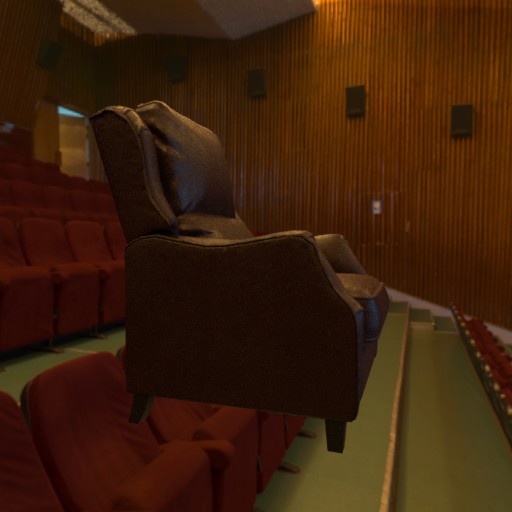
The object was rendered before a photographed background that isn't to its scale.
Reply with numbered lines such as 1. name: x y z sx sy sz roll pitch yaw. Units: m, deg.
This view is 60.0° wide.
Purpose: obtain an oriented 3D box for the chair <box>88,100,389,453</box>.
1. chair: 0.000 0.000 1.728 0.982 1.132 0.770 1 2 19
